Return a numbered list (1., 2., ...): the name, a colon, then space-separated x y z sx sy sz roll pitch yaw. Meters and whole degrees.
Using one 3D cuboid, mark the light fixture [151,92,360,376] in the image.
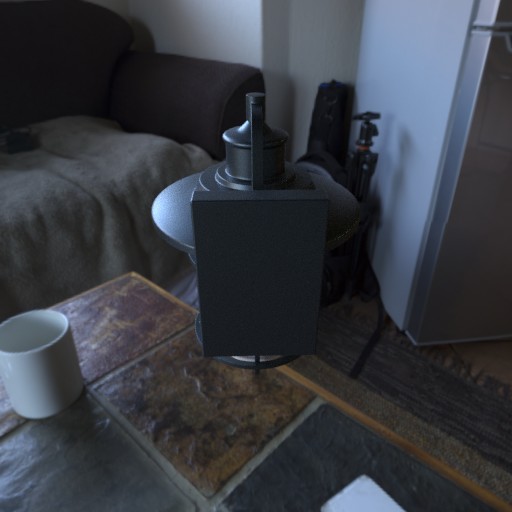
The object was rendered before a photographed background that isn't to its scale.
1. light fixture: 0.000 0.000 0.501 0.222 0.345 0.252 -1 31 -1
